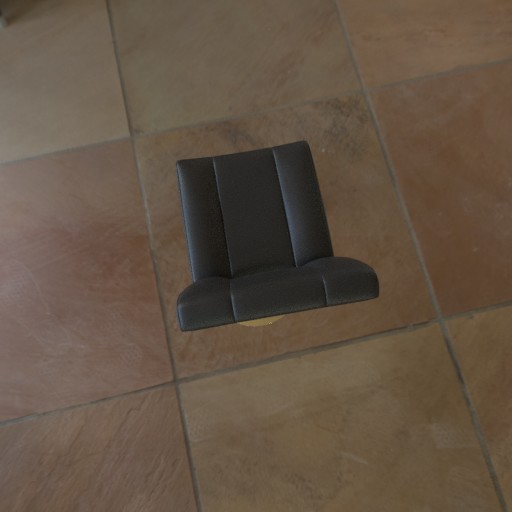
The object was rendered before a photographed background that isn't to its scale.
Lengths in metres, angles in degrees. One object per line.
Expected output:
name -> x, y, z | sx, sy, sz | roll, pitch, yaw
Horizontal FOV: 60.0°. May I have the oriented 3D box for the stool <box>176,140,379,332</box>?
stool -> 0.000, 0.000, 1.432 | 0.415, 1.151, 0.520 | -10, 76, -2
